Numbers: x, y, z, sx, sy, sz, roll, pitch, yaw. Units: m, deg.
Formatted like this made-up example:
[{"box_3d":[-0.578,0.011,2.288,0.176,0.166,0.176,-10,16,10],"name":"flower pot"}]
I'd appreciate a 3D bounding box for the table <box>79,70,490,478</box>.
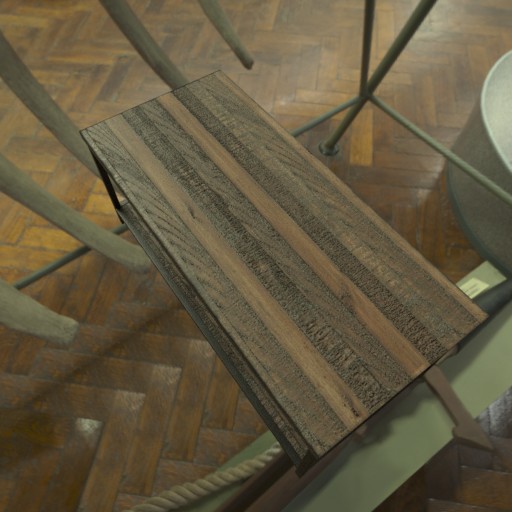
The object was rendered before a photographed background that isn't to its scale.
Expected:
[{"box_3d":[0.000,0.000,1.209,0.452,0.399,0.990,-31,63,-18],"name":"table"}]
